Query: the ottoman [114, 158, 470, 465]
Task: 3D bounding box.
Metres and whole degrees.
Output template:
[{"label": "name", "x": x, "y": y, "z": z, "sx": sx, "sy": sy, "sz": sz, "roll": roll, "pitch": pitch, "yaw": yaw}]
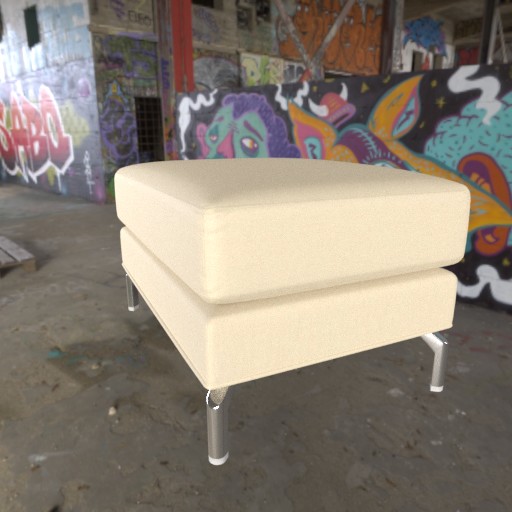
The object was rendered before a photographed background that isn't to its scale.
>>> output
[{"label": "ottoman", "x": 0.000, "y": 0.000, "z": 1.172, "sx": 0.581, "sy": 0.497, "sz": 0.835, "roll": -8, "pitch": 17, "yaw": -25}]
